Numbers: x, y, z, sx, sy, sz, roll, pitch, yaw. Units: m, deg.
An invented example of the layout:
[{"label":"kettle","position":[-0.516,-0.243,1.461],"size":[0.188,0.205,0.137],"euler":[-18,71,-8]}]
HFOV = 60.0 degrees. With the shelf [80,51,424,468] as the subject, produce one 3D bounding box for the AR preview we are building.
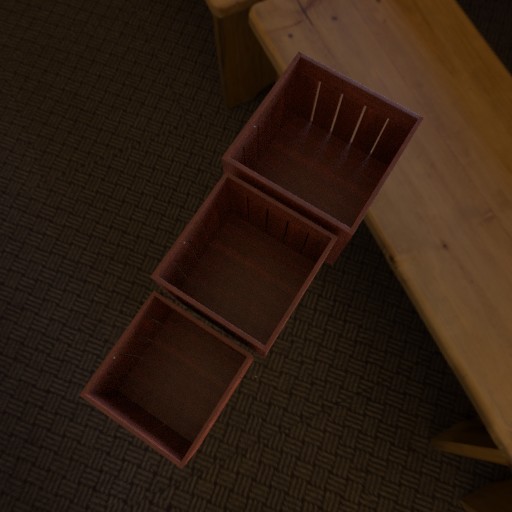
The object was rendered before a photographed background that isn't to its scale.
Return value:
[{"label":"shelf","position":[0.000,0.000,1.251],"size":[0.393,0.311,1.064],"euler":[32,77,8]}]
